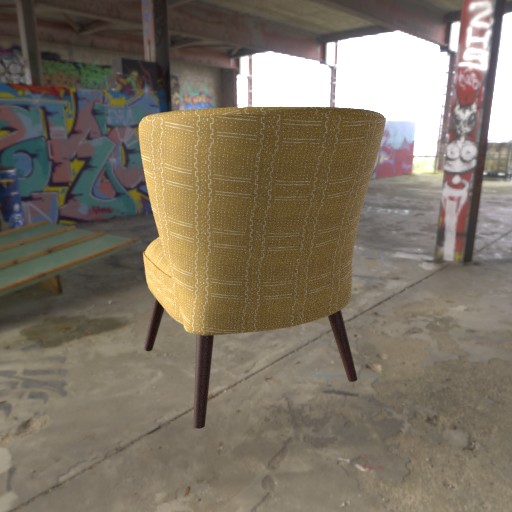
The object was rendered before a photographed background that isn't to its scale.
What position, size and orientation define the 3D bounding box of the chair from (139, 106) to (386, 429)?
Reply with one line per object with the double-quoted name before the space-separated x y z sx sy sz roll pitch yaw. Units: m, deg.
"chair" 0.000 0.000 1.404 0.706 0.866 0.758 -8 17 -26
